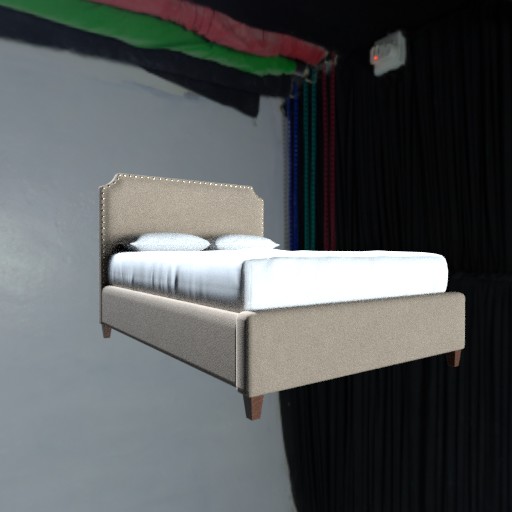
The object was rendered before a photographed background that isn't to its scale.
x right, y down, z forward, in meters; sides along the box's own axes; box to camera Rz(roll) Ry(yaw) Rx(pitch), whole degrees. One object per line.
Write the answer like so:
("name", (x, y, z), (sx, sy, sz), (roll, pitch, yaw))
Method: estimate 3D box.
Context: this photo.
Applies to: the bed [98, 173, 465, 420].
("bed", (0.000, 0.000, 3.333), (1.703, 1.415, 2.329), (-1, 1, -35))
